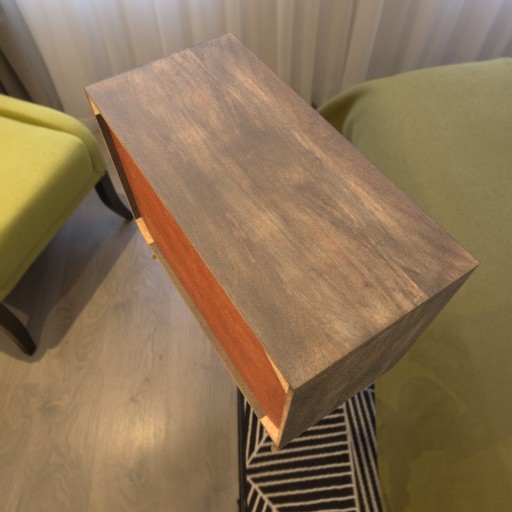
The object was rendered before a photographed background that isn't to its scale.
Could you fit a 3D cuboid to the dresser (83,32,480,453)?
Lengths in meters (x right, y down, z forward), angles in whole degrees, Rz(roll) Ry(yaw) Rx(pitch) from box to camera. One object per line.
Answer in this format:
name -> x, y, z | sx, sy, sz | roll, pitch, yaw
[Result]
dresser -> 0.000, 0.000, 1.339 | 0.453, 0.801, 0.923 | -29, 63, -17
